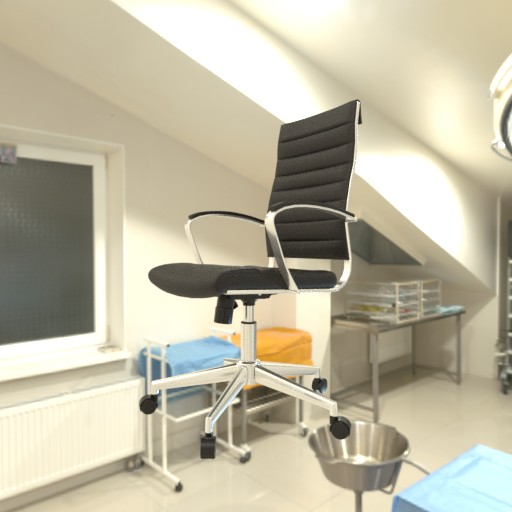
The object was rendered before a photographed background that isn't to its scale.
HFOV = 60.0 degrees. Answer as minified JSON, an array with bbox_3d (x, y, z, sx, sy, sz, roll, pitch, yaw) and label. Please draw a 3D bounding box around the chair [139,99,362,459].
[{"bbox_3d":[0.000,0.000,1.634,0.739,1.149,0.766,-1,2,-36],"label":"chair"}]
